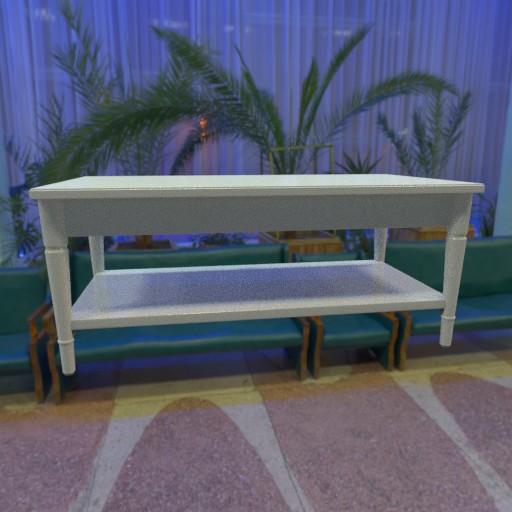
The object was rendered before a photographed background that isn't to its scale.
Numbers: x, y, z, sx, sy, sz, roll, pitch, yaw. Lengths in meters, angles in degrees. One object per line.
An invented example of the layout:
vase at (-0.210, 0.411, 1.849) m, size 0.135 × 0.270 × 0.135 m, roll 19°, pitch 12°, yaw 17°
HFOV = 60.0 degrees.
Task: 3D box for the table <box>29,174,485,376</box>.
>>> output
table at (0.000, 0.000, 1.342) m, size 1.067 × 0.457 × 0.559 m, roll -2°, pitch 13°, yaw -9°
